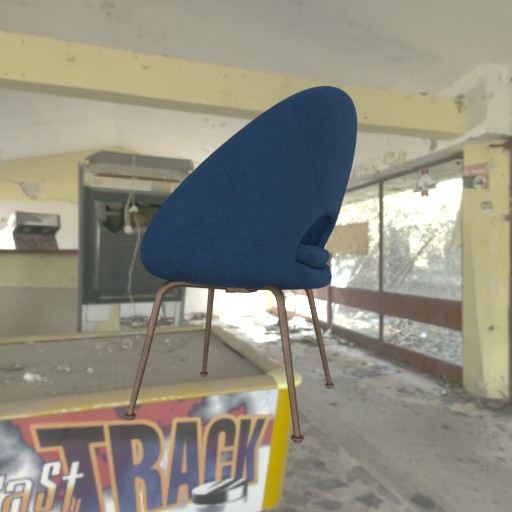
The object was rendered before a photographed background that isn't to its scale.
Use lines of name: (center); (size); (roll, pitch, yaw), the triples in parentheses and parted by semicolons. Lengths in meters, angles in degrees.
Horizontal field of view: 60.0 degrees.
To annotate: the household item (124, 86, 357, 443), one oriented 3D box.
household item: (0.000, 0.000, 1.289); (0.573, 0.852, 0.623); (0, 0, 19)
